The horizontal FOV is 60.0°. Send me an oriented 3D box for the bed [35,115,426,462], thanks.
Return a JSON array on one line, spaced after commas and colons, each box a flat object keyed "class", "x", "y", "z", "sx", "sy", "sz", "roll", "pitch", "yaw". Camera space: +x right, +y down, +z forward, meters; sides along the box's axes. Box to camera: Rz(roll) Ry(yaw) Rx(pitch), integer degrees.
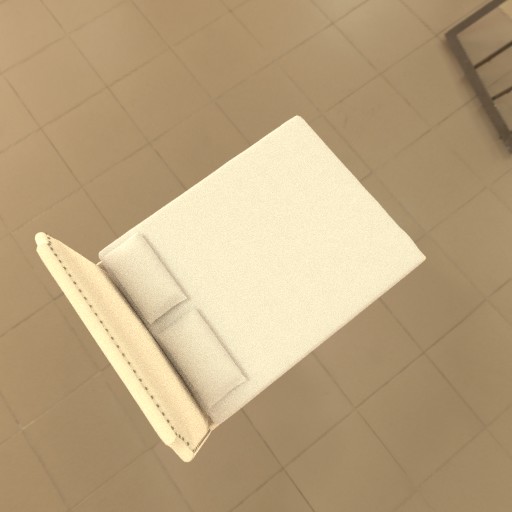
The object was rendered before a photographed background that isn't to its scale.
[{"class": "bed", "x": 0.000, "y": 0.000, "z": 3.456, "sx": 2.372, "sy": 1.497, "sz": 1.712, "roll": -37, "pitch": 79, "yaw": -9}]
